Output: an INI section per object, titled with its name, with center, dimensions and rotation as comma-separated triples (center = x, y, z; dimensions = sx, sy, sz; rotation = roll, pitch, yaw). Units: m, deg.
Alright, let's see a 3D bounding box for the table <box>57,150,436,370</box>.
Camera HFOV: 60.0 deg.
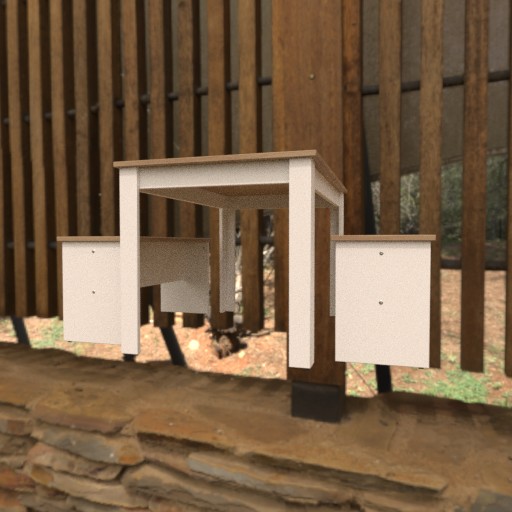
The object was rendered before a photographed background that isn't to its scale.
[table]
center = 0.000, 0.000, 2.022
dimensions = 1.443, 0.700, 1.100
rotation = 0, 2, 17
